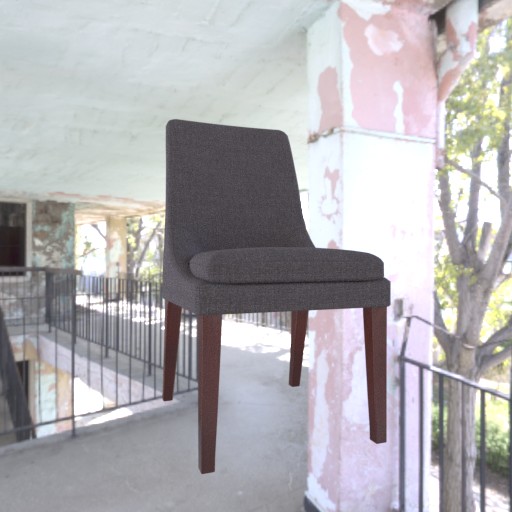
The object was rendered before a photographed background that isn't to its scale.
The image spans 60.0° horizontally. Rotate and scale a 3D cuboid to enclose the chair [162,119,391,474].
[{"bbox_3d":[0.000,0.000,1.341,0.508,0.952,0.655,0,0,-20],"label":"chair"}]
